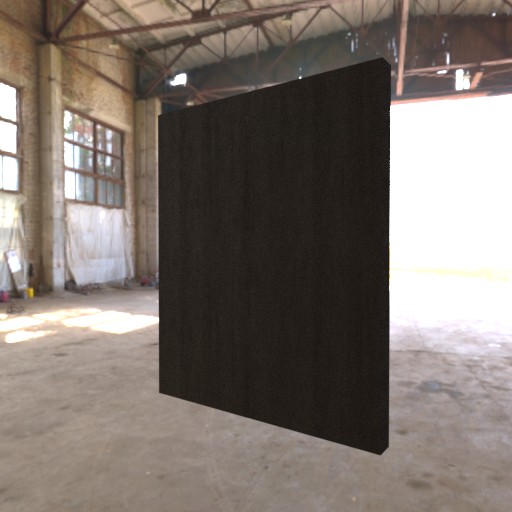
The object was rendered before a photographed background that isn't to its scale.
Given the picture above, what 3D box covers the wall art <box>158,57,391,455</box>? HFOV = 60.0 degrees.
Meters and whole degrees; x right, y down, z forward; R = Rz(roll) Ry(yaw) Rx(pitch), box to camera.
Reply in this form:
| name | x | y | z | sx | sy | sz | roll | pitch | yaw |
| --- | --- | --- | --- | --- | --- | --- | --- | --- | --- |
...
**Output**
| name | x | y | z | sx | sy | sz | roll | pitch | yaw |
| --- | --- | --- | --- | --- | --- | --- | --- | --- | --- |
| wall art | 0.000 | 0.000 | 0.762 | 0.455 | 0.552 | 0.034 | 1 | 1 | 36 |
